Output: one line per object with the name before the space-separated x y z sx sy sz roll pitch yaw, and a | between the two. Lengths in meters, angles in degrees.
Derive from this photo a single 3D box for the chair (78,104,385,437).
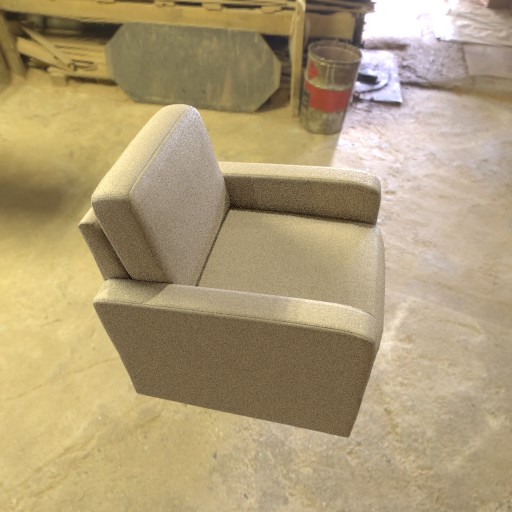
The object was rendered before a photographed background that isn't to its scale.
chair | 0.000 0.000 1.523 0.888 0.827 0.755 9 45 9
